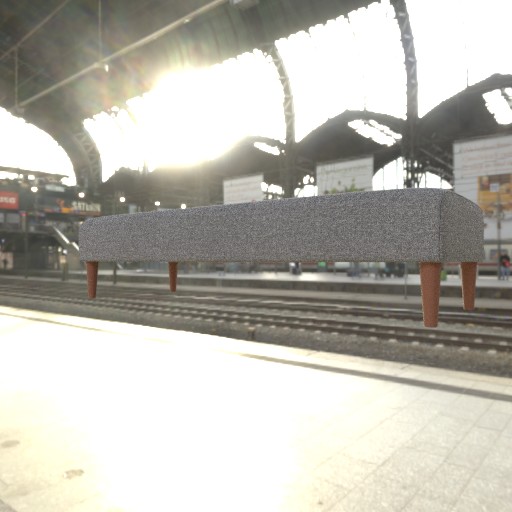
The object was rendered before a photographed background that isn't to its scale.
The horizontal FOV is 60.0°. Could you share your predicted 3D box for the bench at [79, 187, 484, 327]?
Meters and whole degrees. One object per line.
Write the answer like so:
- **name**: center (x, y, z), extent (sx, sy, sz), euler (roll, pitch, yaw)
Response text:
- **bench**: center (0.000, 0.000, 1.812), extent (1.598, 0.384, 0.631), euler (0, -1, 36)
